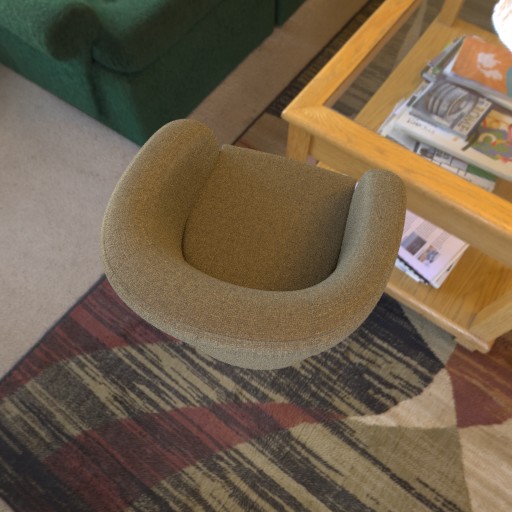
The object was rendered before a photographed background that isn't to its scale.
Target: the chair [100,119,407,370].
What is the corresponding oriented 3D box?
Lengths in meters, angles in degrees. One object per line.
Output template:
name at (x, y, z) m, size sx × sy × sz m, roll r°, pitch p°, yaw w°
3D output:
chair at (0.000, 0.000, 1.461) m, size 0.791 × 0.771 × 0.815 m, roll 17°, pitch 65°, yaw 8°
